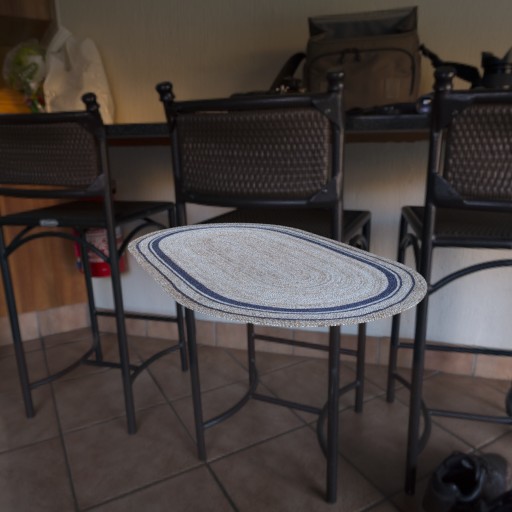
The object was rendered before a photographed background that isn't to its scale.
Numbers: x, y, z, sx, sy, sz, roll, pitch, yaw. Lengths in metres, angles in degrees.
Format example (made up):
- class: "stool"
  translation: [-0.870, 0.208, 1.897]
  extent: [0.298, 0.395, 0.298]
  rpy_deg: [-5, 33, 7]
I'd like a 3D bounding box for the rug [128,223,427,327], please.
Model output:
- class: "rug"
  translation: [0.000, 0.000, 3.048]
  extent: [1.520, 0.006, 2.432]
  rpy_deg: [-8, 17, -26]
